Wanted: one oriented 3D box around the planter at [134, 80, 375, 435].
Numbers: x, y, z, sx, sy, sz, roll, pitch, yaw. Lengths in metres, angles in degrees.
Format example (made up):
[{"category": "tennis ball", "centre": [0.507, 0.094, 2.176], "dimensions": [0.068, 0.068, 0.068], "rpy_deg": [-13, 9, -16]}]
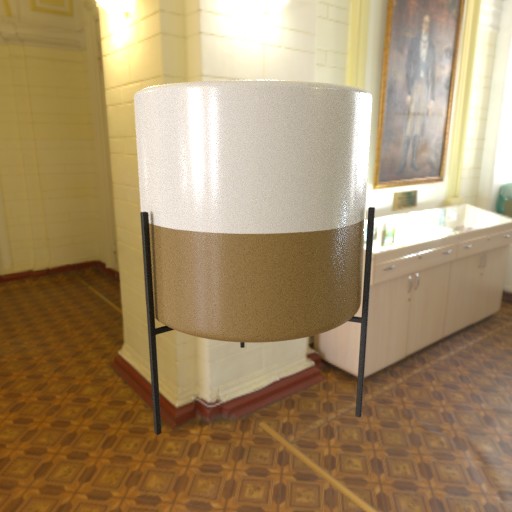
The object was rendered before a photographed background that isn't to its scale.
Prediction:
[{"category": "planter", "centre": [0.000, 0.000, 0.631], "dimensions": [0.310, 0.432, 0.310], "rpy_deg": [2, 14, 7]}]
